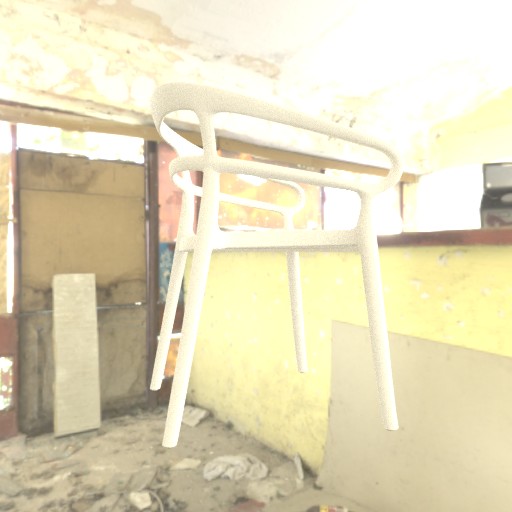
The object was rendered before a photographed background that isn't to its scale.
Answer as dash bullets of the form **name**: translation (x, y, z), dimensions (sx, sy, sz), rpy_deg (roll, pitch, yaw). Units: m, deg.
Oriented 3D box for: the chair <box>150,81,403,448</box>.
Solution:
- **chair**: translation (0.000, 0.000, 1.139), dimensions (0.527, 0.761, 0.559), rpy_deg (0, 0, -17)
